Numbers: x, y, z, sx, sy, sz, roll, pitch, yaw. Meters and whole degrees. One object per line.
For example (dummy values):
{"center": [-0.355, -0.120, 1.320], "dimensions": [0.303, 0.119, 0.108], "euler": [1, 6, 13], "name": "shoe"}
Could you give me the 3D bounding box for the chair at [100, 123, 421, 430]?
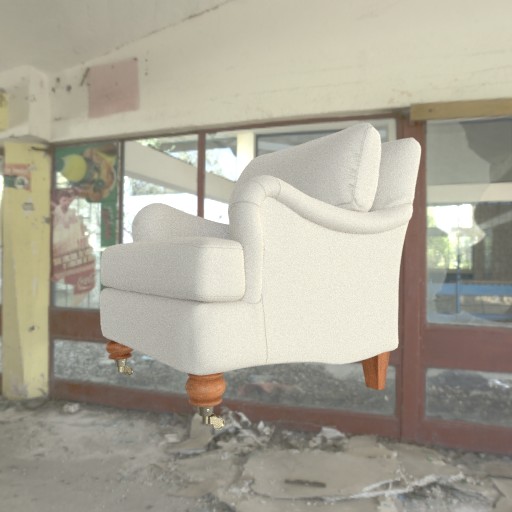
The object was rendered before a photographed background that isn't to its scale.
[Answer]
{"center": [0.000, 0.000, 1.860], "dimensions": [1.070, 1.038, 0.955], "euler": [0, -1, -36], "name": "chair"}
